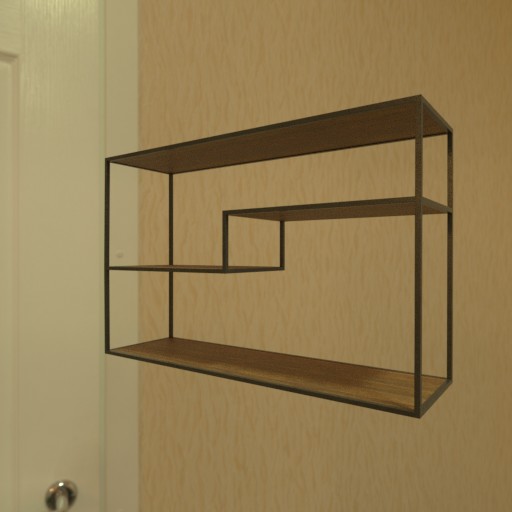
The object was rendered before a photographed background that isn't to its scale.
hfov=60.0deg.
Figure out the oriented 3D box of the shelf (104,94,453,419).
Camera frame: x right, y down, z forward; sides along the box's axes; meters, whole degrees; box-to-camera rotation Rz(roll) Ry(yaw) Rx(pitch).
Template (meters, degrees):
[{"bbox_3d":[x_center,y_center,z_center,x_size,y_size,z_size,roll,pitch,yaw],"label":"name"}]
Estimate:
[{"bbox_3d":[0.000,0.000,1.535,1.201,0.765,0.361,0,0,35],"label":"shelf"}]
